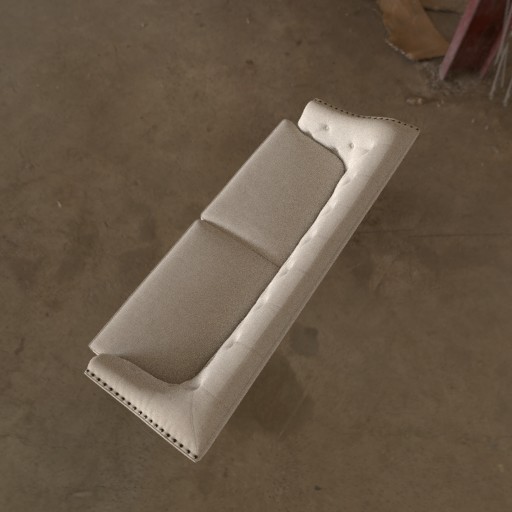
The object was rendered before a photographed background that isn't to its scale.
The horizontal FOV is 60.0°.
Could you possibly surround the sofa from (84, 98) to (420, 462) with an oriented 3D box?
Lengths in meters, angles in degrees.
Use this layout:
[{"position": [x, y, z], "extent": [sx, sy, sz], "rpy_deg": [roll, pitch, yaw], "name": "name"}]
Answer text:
[{"position": [0.000, 0.000, 2.754], "extent": [0.914, 0.901, 2.235], "rpy_deg": [31, 68, 14], "name": "sofa"}]
